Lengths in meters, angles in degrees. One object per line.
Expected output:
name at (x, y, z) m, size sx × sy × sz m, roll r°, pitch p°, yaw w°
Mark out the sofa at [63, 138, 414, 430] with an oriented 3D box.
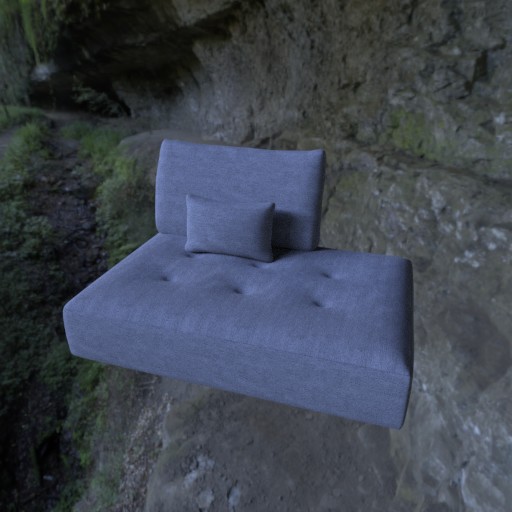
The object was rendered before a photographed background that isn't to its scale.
sofa at (0.000, 0.000, 2.048) m, size 1.450 × 0.820 × 1.002 m, roll 8°, pitch 27°, yaw 16°
